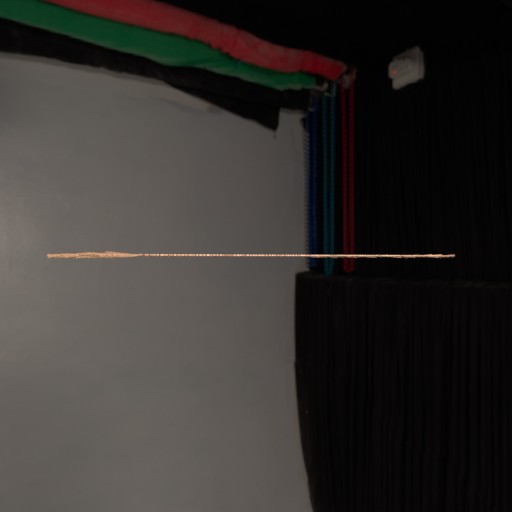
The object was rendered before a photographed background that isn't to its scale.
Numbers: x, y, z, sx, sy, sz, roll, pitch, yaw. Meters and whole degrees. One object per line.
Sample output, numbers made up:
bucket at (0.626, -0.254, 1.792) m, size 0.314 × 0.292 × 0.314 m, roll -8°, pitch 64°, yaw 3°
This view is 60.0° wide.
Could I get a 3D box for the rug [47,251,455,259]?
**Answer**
rug at (0.000, 0.000, 2.569) m, size 2.085 × 0.027 × 1.224 m, roll 0°, pitch 0°, yaw -35°
